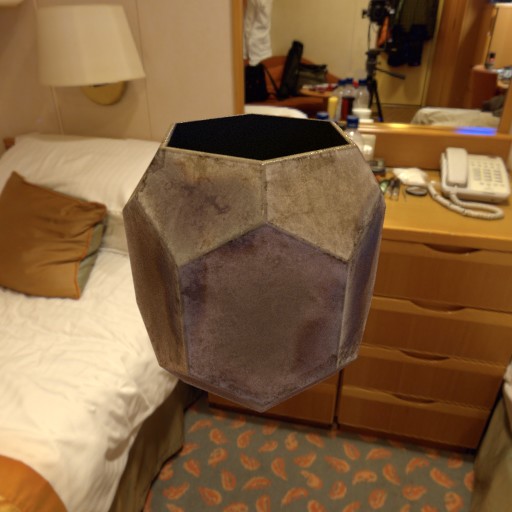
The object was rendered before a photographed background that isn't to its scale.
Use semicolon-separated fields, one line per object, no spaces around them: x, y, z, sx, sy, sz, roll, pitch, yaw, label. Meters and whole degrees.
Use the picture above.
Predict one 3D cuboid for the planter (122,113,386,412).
0.000;0.000;0.432;0.221;0.238;0.243;-17;33;-29;planter
